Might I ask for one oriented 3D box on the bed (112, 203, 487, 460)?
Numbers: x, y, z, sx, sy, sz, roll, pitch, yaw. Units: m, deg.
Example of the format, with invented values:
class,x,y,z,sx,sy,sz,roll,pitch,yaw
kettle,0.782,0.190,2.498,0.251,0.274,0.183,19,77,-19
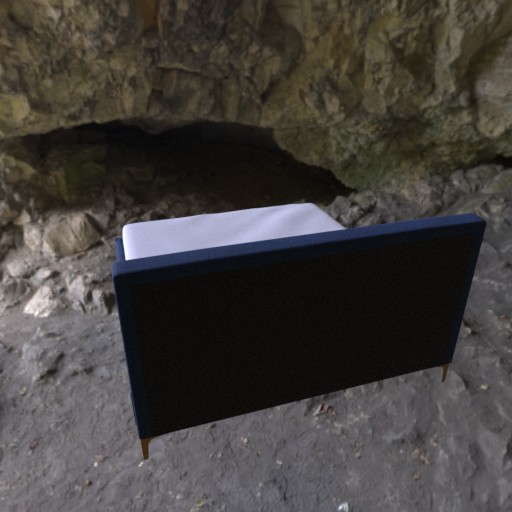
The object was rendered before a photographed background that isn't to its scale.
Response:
class,x,y,z,sx,sy,sz,roll,pitch,yaw
bed,0.000,0.000,3.460,2.096,1.231,2.232,-8,28,-16
